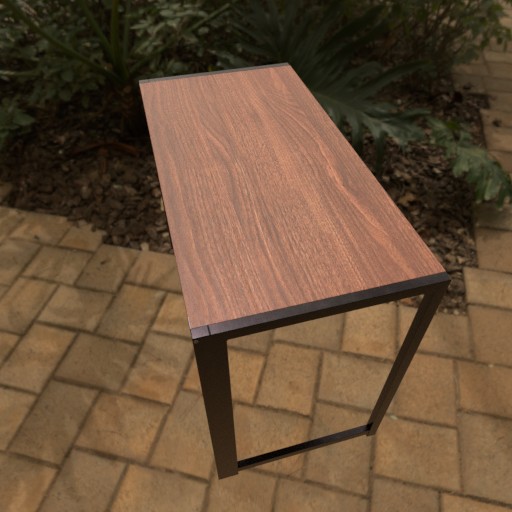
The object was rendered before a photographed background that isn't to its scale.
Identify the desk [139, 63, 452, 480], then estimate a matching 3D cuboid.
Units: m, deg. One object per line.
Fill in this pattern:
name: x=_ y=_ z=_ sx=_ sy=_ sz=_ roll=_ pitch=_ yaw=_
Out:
desk: x=0.000 y=0.000 z=1.420 sx=0.508 sy=0.762 sz=1.016 roll=-11 pitch=48 yaw=-10
